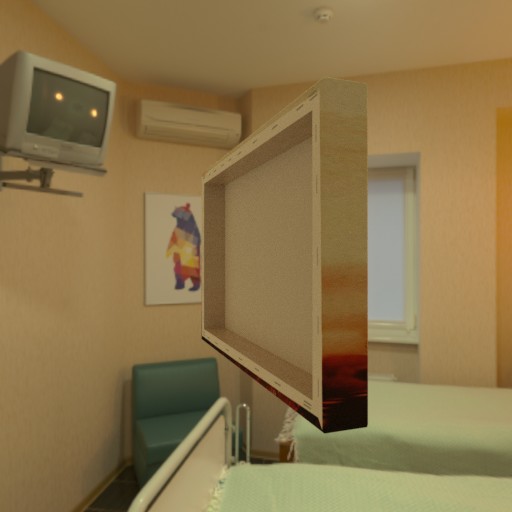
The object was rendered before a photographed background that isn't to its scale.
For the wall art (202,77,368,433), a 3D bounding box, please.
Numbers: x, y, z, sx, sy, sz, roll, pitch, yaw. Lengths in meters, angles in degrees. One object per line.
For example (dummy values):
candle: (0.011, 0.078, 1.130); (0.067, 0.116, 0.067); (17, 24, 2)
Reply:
wall art: (0.000, 0.000, 0.497); (0.037, 0.251, 0.383); (0, 0, -20)
